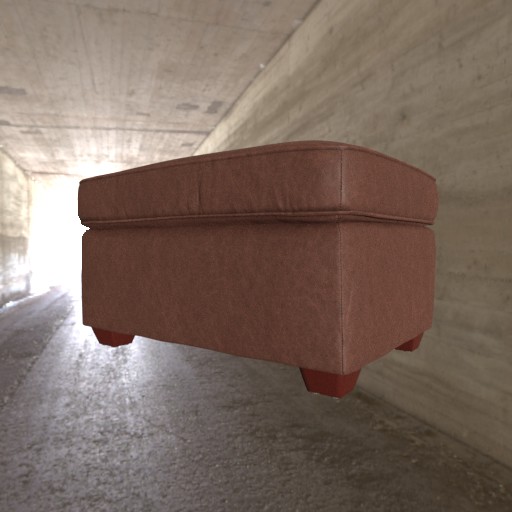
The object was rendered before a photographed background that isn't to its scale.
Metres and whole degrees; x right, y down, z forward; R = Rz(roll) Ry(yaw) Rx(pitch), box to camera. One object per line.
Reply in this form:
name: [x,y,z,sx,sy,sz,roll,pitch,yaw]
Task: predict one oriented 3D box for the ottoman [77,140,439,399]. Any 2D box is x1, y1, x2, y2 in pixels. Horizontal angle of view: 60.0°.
ottoman: [0.000,0.000,1.088,0.749,0.449,0.548,1,2,36]
